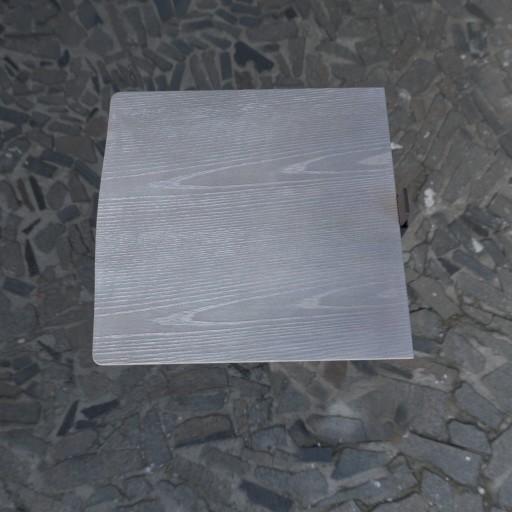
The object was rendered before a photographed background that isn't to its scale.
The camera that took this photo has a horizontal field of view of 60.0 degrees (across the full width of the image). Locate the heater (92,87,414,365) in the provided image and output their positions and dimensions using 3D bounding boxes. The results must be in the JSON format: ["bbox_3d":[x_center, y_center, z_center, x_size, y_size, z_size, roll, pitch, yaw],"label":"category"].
[{"bbox_3d":[0.000,0.000,0.756,0.400,0.481,0.362,-1,75,0],"label":"heater"}]
